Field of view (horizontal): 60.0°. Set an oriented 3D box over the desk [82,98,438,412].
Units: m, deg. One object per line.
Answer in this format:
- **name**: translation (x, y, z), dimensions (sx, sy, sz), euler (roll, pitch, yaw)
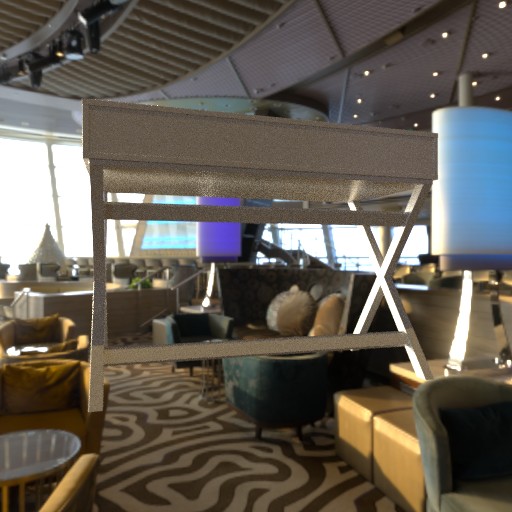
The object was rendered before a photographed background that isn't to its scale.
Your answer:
- **desk**: translation (0.000, 0.000, 1.494), dimensions (1.059, 0.780, 0.509), euler (0, 0, -17)
